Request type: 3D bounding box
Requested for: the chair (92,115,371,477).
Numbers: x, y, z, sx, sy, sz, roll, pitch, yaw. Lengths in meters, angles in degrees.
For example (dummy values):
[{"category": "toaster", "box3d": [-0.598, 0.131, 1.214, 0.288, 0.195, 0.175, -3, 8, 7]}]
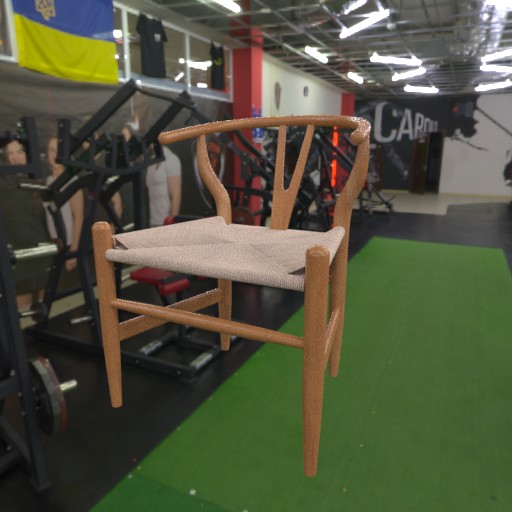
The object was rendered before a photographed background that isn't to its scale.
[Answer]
[{"category": "chair", "box3d": [0.000, 0.000, 1.161, 0.569, 0.730, 0.579, 7, 16, 26]}]
